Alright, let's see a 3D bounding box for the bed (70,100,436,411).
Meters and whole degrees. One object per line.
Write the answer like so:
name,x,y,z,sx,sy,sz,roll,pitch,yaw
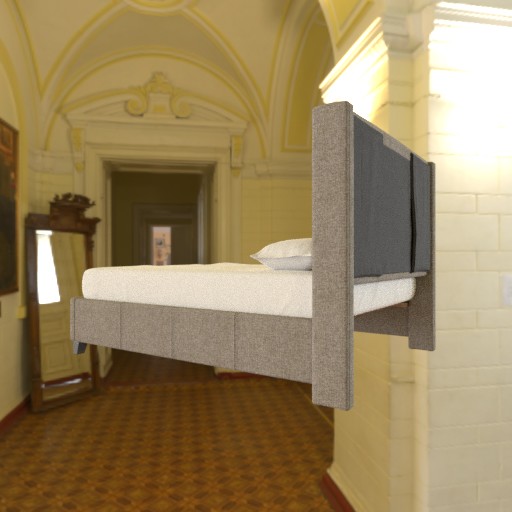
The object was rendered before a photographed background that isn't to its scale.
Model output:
bed,0.000,0.000,3.410,2.245,1.481,1.714,0,0,35
